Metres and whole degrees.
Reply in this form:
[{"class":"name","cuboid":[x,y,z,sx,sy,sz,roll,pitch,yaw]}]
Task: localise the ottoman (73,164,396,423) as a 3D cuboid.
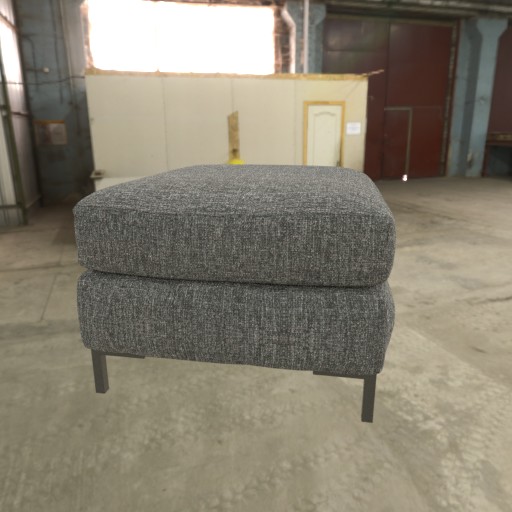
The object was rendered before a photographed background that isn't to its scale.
[{"class":"ottoman","cuboid":[0.000,0.000,1.240,0.683,0.480,0.828,3,16,10]}]
